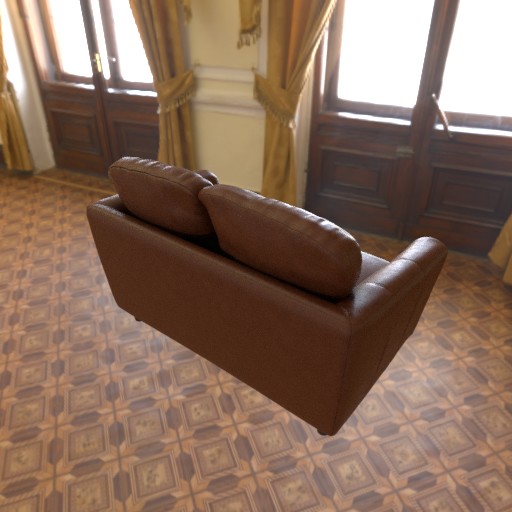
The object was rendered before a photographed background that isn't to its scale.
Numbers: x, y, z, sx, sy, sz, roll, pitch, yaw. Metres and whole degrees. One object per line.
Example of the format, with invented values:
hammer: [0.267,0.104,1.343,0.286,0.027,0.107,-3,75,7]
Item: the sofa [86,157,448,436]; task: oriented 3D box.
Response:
sofa: [0.000,0.000,1.980,1.406,0.906,0.805,22,38,32]
